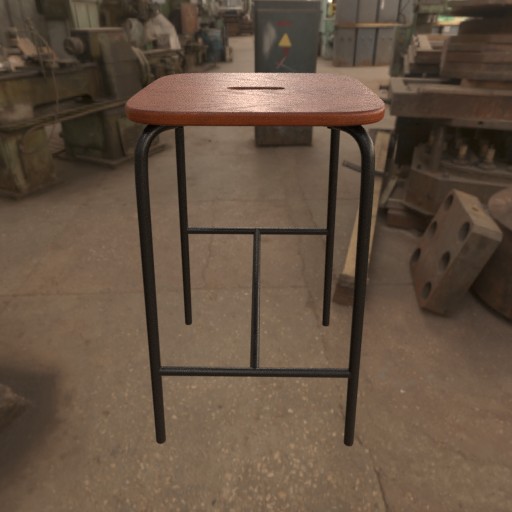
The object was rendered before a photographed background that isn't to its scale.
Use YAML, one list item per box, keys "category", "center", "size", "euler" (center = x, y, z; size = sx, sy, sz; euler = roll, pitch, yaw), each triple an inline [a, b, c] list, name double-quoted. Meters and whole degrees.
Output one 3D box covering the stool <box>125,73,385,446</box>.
- category: "stool"
  center: [0.000, 0.000, 0.851]
  size: [0.376, 0.610, 0.376]
  euler: [0, 30, 1]
